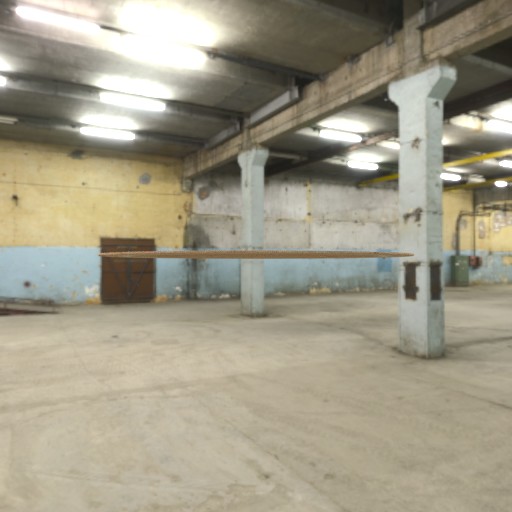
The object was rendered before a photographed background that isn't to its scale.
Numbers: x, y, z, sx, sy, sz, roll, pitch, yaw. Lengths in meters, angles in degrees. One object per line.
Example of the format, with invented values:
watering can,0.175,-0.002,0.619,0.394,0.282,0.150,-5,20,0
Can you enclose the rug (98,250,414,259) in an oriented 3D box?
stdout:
rug,0.000,0.000,3.638,2.444,0.015,2.444,0,-1,0
